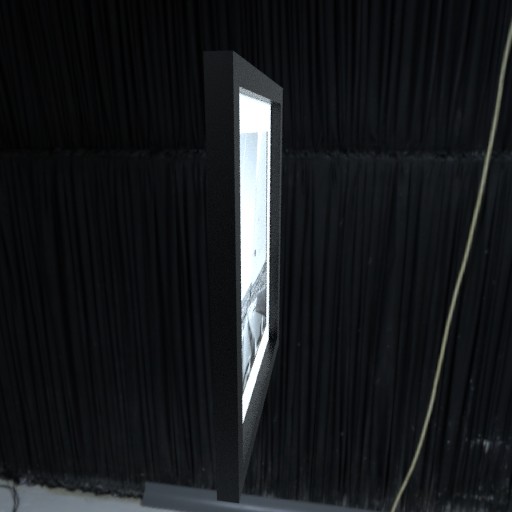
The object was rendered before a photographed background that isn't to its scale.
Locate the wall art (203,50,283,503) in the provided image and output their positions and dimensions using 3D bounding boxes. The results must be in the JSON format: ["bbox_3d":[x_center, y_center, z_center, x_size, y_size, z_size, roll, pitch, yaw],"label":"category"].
[{"bbox_3d":[0.000,0.000,0.738,0.031,0.558,0.461,3,17,9],"label":"wall art"}]
